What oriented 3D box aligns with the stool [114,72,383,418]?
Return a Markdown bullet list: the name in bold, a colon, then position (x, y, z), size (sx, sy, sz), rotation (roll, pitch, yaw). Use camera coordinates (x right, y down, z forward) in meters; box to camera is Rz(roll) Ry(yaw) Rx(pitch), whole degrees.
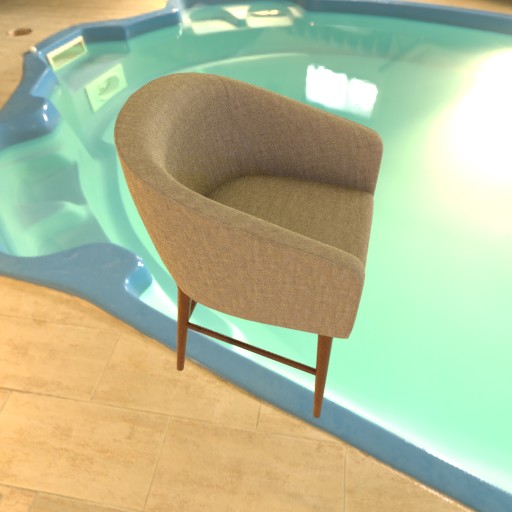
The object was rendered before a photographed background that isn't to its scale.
- **stool**: position (0.000, 0.000, 1.356), size (0.635, 0.952, 0.559), rotation (11, 48, 11)
